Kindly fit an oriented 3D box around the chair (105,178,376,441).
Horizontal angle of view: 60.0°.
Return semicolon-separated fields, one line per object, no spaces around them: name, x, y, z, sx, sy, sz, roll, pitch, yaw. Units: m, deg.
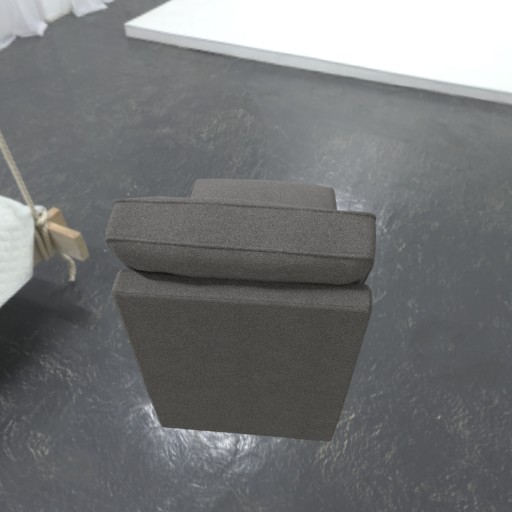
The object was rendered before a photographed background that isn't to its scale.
chair;0.000;0.000;1.559;0.621;0.970;0.938;3;45;3
